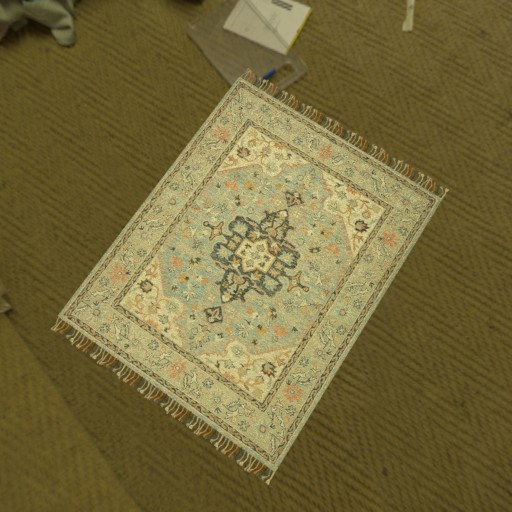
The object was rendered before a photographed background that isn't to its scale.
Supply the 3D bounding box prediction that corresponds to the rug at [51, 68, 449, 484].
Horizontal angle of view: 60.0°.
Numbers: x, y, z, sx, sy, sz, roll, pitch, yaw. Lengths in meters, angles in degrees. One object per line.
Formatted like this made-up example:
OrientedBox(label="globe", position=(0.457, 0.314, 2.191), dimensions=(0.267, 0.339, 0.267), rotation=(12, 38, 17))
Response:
OrientedBox(label="rug", position=(0.000, 0.000, 3.440), dimensions=(1.971, 0.010, 2.651), rotation=(33, 80, 7))
